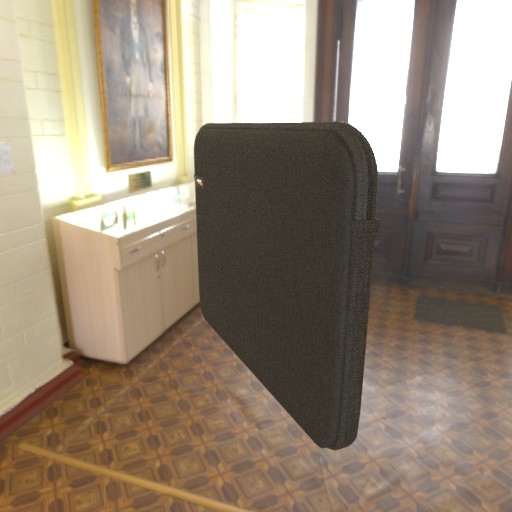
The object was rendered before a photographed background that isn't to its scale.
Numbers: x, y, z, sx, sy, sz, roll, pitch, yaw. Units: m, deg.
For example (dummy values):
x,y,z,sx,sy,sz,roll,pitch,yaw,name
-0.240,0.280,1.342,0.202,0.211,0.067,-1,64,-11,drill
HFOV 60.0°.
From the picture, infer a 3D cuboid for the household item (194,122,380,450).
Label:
x,y,z,sx,sy,sz,roll,pitch,yaw,name
0.000,0.000,0.529,0.030,0.305,0.396,-8,18,-25,household item
